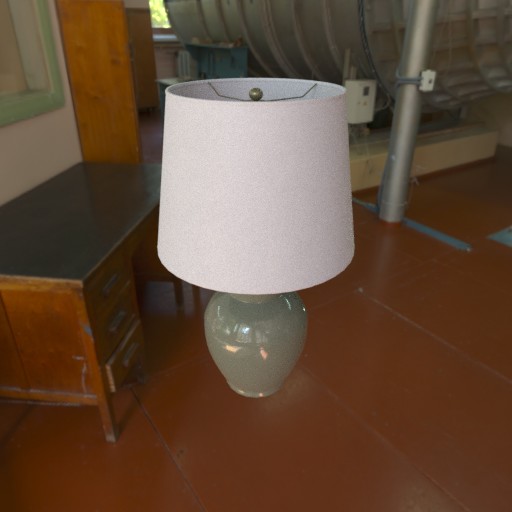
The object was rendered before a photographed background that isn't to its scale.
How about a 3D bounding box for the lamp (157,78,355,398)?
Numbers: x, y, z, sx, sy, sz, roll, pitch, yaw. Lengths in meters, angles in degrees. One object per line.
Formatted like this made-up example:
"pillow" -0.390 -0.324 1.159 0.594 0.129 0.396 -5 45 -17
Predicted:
"lamp" 0.000 0.000 0.559 0.239 0.399 0.239 0 28 0
